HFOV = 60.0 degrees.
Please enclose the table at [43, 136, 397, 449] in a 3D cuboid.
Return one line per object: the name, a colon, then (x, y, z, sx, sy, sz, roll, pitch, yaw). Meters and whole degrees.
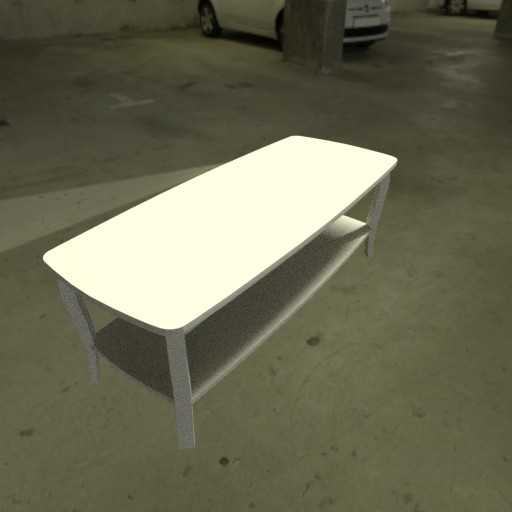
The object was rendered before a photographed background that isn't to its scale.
table: (0.000, 0.000, 1.625, 0.561, 0.474, 1.334, 22, 39, 30)
